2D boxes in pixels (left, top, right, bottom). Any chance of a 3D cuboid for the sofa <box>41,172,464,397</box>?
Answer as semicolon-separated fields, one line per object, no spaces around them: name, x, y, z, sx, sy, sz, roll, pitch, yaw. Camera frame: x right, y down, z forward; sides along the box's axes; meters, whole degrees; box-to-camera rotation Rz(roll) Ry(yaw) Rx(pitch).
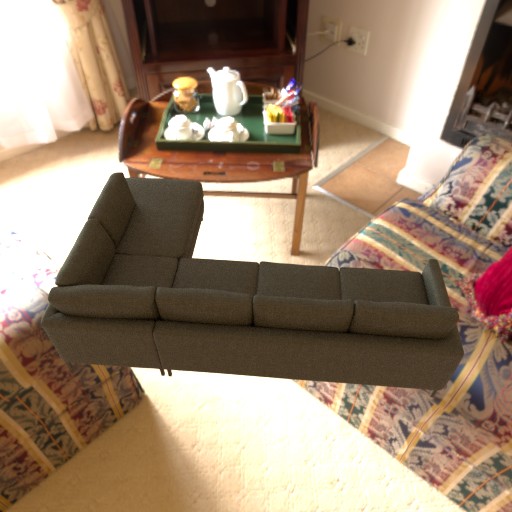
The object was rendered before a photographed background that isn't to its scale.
sofa;0.000;0.000;3.836;2.972;0.858;1.984;3;45;3
